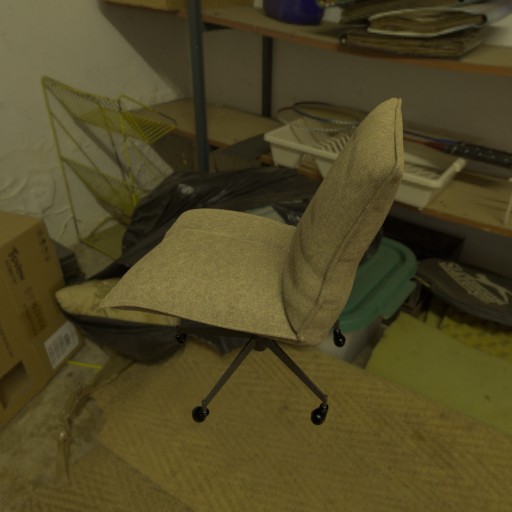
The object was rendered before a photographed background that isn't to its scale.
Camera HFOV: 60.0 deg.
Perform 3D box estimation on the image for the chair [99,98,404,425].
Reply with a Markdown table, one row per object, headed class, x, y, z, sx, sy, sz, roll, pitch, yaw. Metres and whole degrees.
| class | x | y | z | sx | sy | sz | roll | pitch | yaw |
| --- | --- | --- | --- | --- | --- | --- | --- | --- | --- |
| chair | 0.000 | 0.000 | 1.265 | 0.696 | 0.811 | 0.597 | 8 | 32 | 14 |
